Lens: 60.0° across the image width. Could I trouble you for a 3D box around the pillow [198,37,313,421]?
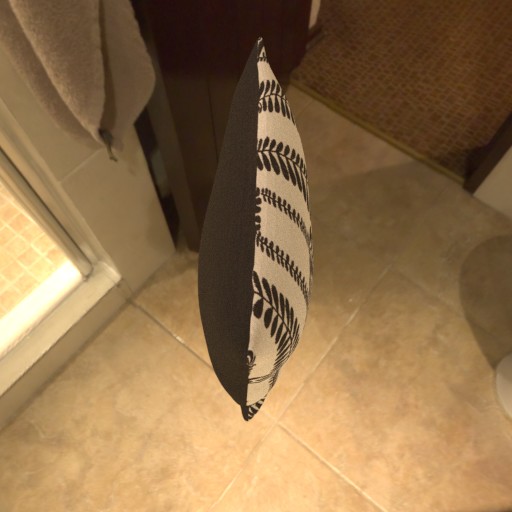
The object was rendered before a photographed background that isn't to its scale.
[{"bbox_3d":[0.000,0.000,0.680,0.182,0.441,0.440,2,64,1],"label":"pillow"}]
